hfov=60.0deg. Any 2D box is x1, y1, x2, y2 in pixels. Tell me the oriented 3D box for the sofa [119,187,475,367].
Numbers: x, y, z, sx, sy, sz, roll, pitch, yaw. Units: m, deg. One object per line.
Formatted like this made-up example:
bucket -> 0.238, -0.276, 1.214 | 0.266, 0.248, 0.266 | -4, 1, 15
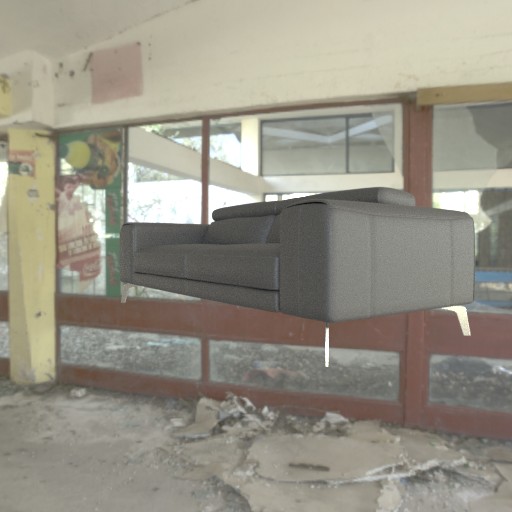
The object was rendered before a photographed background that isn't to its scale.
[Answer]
sofa -> 0.000, 0.000, 2.818 | 1.023, 0.759, 2.321 | -1, 2, -35
